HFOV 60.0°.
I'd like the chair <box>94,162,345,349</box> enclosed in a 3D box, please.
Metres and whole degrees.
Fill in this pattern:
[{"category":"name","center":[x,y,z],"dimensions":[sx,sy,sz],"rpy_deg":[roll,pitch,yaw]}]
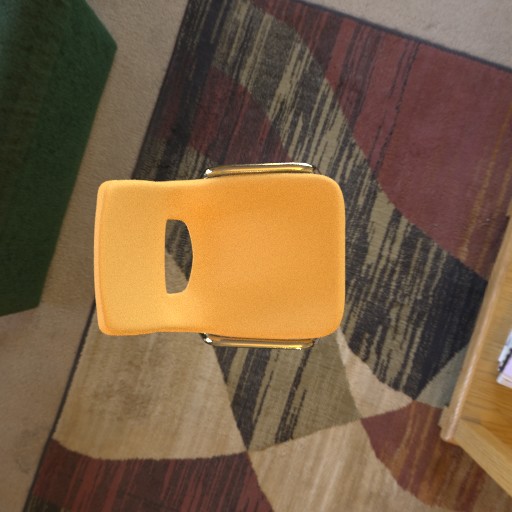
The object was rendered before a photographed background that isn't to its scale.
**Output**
[{"category":"chair","center":[0.000,0.000,0.949],"dimensions":[0.436,0.704,0.381],"rpy_deg":[0,91,1]}]
